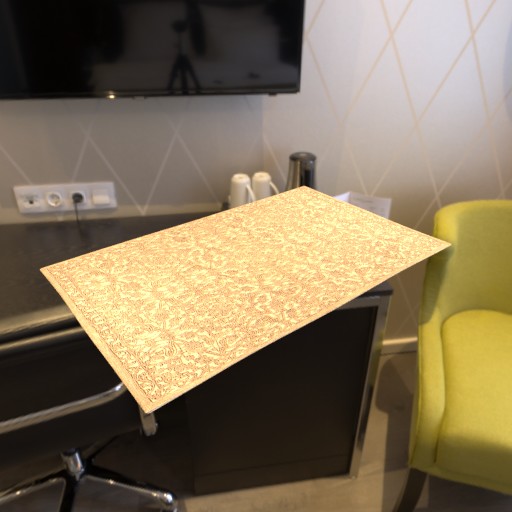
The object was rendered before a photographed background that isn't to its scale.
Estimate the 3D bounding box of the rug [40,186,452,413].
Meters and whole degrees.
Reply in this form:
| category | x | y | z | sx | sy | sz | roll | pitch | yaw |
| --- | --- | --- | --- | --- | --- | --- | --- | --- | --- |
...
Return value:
| category | x | y | z | sx | sy | sz | roll | pitch | yaw |
| --- | --- | --- | --- | --- | --- | --- | --- | --- | --- |
| rug | 0.000 | 0.000 | 3.063 | 2.435 | 0.012 | 1.529 | -22 | 36 | -33 |
